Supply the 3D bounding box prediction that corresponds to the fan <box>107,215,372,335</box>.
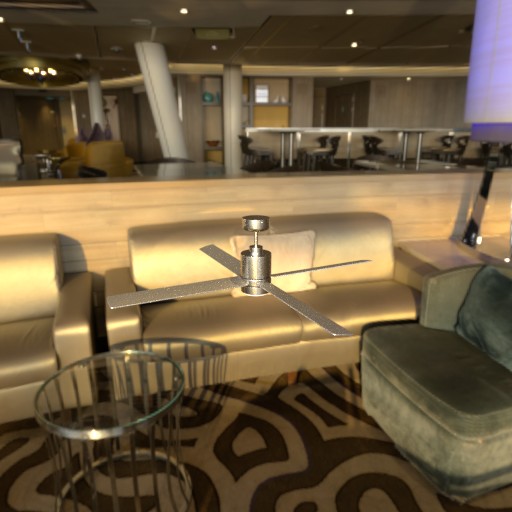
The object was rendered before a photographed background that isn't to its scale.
[{"bbox_3d":[0.000,0.000,2.023,1.322,0.355,1.322,-8,18,-26],"label":"fan"}]
